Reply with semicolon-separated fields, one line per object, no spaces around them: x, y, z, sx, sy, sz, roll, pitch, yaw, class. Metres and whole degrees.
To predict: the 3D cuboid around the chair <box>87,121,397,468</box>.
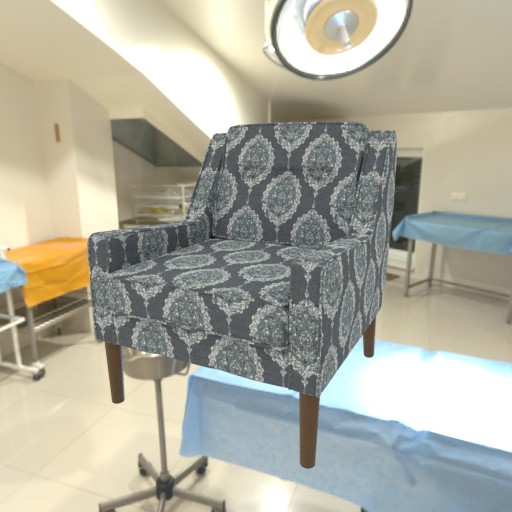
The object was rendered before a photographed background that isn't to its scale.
0.000;0.000;1.329;0.663;0.792;0.743;7;16;26;chair
